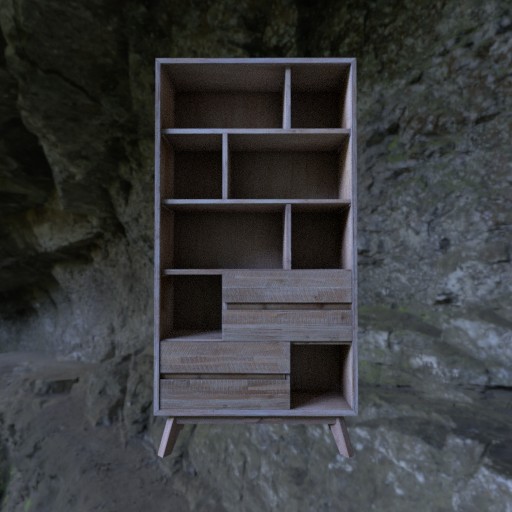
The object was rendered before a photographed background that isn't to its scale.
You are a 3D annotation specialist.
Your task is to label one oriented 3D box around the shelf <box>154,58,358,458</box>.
[{"bbox_3d":[0.000,0.000,1.773,0.748,1.471,0.308,0,-1,0],"label":"shelf"}]
